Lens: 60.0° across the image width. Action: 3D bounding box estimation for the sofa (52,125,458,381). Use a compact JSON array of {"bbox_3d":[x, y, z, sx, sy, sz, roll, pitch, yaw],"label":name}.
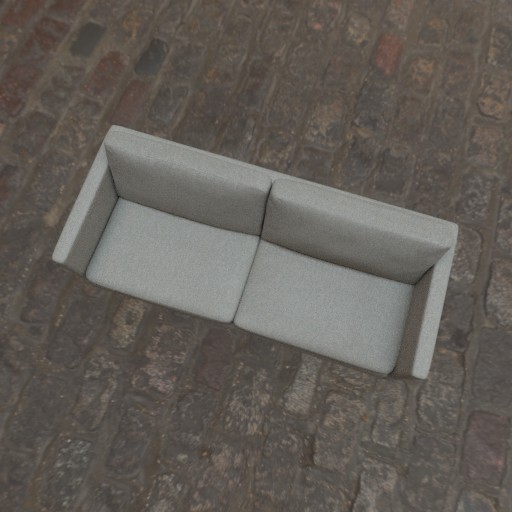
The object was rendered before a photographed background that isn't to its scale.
[{"bbox_3d":[0.000,0.000,2.803,2.208,0.963,0.956,17,75,5],"label":"sofa"}]
